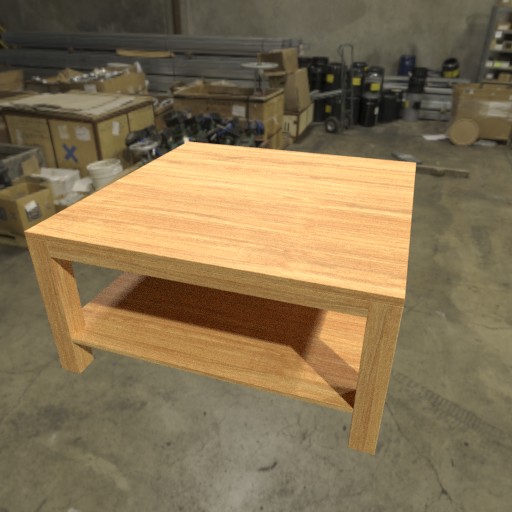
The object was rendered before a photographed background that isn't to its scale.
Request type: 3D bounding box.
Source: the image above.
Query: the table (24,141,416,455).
[{"bbox_3d":[0.000,0.000,1.444,0.900,0.450,0.900,9,30,16],"label":"table"}]
